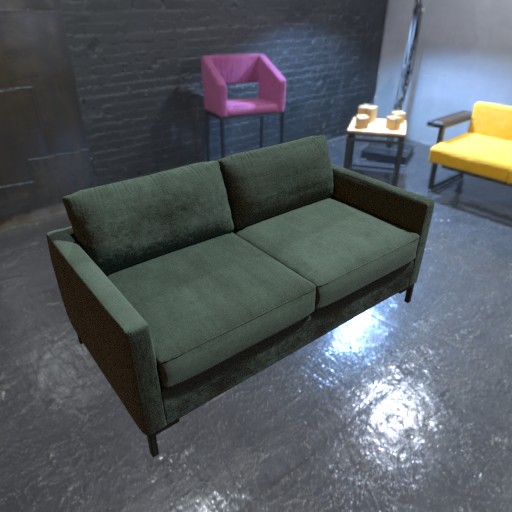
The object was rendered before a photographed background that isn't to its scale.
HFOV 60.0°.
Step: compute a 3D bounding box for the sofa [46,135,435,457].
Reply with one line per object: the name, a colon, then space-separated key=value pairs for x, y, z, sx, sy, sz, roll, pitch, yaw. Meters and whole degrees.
sofa: x=0.000 y=0.000 z=2.167 sx=1.676 sy=0.817 sz=0.875 roll=-22 pitch=37 yaw=-32
